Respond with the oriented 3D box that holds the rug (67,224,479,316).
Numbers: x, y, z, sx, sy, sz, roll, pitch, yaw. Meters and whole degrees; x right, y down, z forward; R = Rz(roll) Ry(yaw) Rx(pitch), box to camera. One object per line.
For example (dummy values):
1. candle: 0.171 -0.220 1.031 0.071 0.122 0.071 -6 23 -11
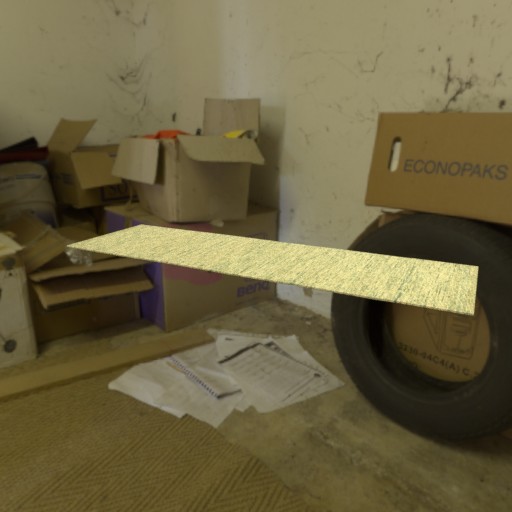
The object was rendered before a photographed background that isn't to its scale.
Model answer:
1. rug: 0.000 0.000 2.545 2.290 0.014 0.700 8 18 26
